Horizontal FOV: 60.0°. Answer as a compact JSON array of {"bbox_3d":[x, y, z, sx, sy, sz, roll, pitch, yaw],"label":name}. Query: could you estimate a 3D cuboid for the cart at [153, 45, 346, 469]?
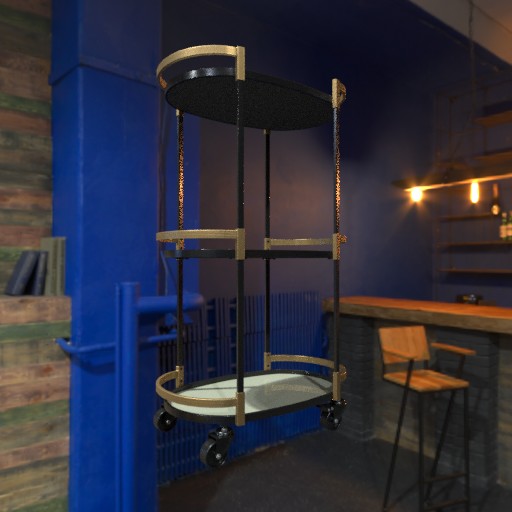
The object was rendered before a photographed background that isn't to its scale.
[{"bbox_3d":[0.000,0.000,1.144,0.515,0.885,0.311,0,-1,-36],"label":"cart"}]
